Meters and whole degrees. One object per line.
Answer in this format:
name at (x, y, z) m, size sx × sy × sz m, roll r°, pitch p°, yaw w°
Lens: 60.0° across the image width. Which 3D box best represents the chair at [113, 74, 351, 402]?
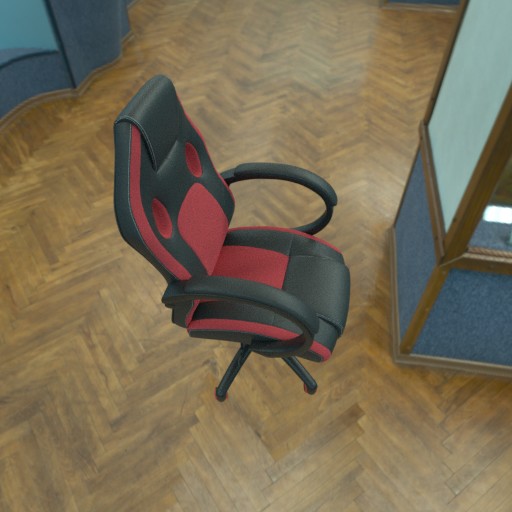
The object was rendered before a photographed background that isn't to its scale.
chair at (0.000, 0.000, 1.612) m, size 0.724 × 1.187 × 0.673 m, roll 9°, pitch 47°, yaw 8°
